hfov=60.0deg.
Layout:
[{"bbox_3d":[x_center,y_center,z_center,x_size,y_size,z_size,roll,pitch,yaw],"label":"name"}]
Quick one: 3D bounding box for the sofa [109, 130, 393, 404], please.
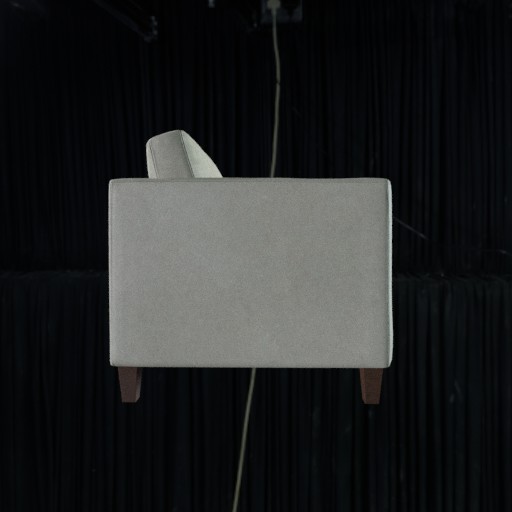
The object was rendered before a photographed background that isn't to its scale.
[{"bbox_3d":[0.000,0.000,2.323,0.950,0.940,1.846,0,1,1],"label":"sofa"}]
